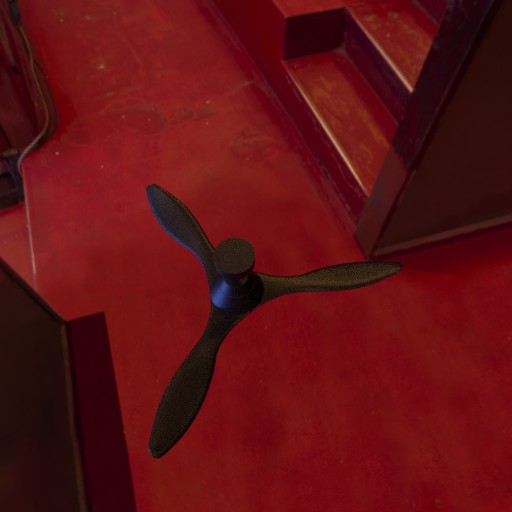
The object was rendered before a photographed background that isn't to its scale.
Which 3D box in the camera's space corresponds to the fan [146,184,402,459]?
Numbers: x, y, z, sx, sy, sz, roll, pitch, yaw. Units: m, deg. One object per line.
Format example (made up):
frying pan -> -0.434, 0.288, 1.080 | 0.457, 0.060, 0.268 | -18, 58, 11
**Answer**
fan -> 0.000, 0.000, 1.636 | 1.067, 0.305, 1.067 | -17, 61, -10
